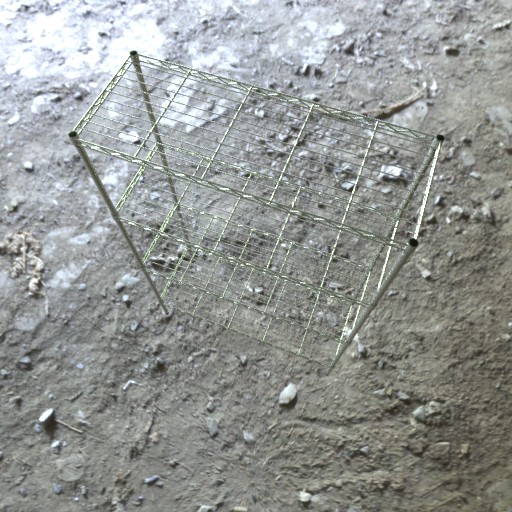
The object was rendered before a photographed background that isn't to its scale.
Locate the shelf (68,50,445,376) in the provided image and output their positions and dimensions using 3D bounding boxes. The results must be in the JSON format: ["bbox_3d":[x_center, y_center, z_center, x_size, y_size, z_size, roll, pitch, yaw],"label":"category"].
[{"bbox_3d":[0.000,0.000,1.739,0.907,1.360,0.352,19,65,9],"label":"shelf"}]
